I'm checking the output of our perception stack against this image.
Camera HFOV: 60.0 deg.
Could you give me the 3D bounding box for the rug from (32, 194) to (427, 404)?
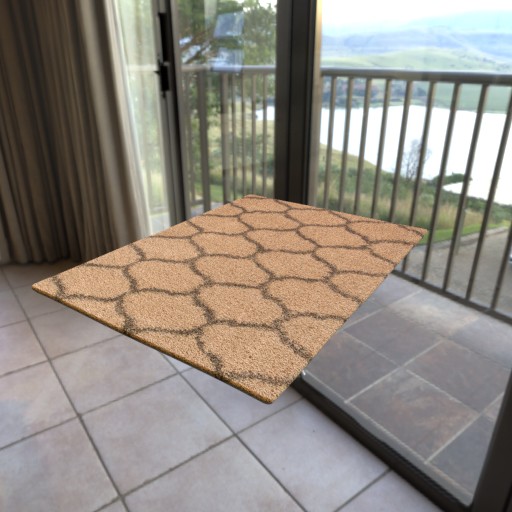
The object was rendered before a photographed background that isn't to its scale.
[{"bbox_3d":[0.000,0.000,2.145,1.200,0.025,1.600,16,29,31],"label":"rug"}]
